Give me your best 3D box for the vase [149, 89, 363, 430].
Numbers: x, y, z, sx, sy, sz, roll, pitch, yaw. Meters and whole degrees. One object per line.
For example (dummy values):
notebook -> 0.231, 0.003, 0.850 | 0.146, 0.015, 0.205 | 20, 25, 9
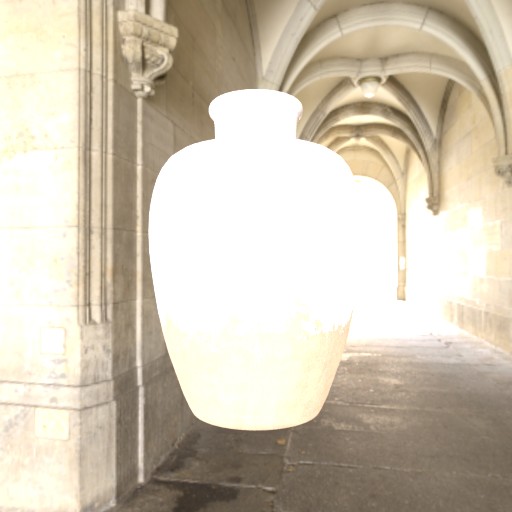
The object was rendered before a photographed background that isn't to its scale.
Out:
vase -> 0.000, 0.000, 0.336 | 0.158, 0.228, 0.158 | 0, -1, 0
